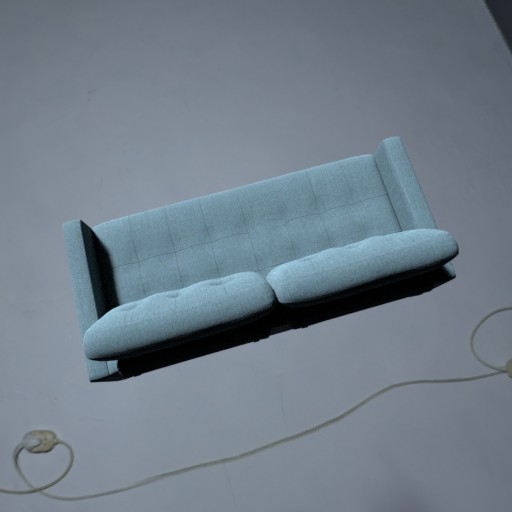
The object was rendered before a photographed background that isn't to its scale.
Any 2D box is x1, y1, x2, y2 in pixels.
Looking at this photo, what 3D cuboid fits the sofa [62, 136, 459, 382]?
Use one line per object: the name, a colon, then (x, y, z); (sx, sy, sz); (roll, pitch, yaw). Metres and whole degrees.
sofa: (0.000, 0.000, 2.552); (2.010, 1.050, 0.966); (-15, 76, -4)
